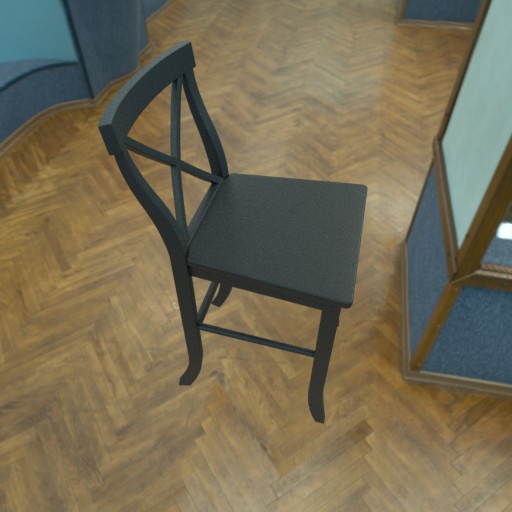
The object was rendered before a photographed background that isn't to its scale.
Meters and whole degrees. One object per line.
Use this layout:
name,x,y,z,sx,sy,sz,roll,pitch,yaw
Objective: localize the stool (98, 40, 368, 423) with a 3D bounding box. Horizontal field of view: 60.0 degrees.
stool,0.000,0.000,1.268,0.559,0.989,0.452,10,46,10
